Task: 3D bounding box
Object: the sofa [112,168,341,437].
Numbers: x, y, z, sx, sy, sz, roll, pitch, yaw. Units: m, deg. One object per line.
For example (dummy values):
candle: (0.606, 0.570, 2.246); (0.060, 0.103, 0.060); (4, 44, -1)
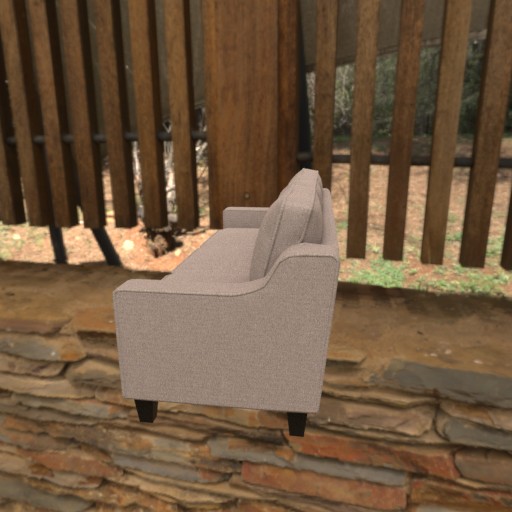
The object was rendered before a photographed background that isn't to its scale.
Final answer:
sofa: (0.000, 0.000, 2.688); (0.899, 0.950, 2.129); (2, 15, 8)
